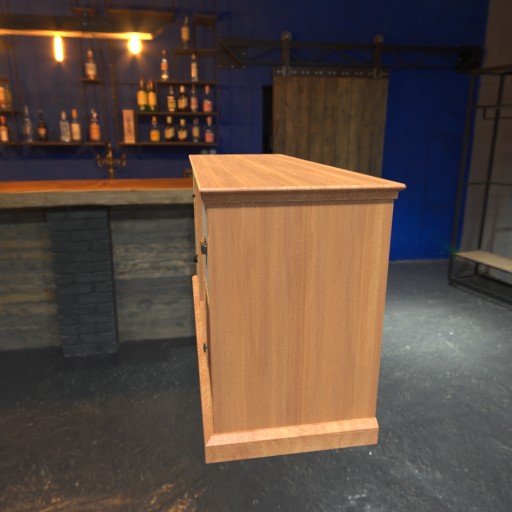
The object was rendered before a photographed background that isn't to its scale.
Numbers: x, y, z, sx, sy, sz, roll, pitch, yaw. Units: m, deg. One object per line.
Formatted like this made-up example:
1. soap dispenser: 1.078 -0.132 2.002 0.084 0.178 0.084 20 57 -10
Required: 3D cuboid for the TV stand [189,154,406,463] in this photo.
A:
1. TV stand: 0.000 0.000 1.493 0.417 0.607 1.181 -3 16 -9
